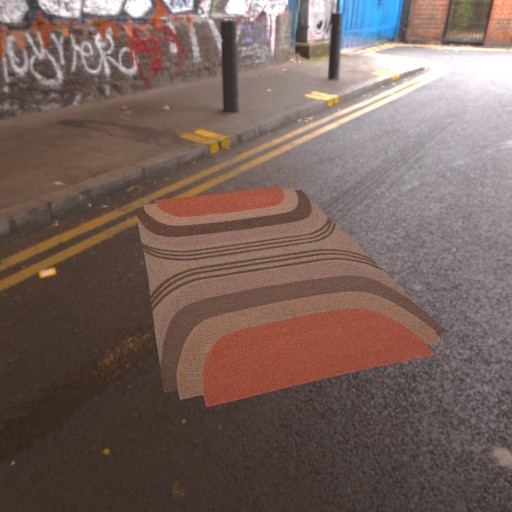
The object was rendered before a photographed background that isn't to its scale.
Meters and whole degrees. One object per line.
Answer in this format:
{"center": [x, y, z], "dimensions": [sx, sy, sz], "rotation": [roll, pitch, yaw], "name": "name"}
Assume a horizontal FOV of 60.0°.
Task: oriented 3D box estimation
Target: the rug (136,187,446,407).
{"center": [0.000, 0.000, 3.129], "dimensions": [1.530, 0.017, 2.446], "rotation": [-8, 31, -14], "name": "rug"}
